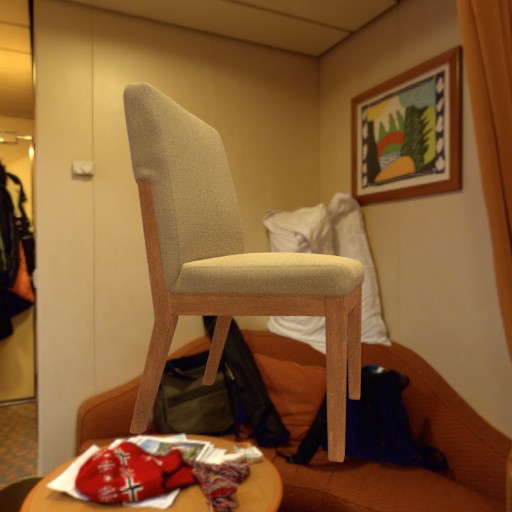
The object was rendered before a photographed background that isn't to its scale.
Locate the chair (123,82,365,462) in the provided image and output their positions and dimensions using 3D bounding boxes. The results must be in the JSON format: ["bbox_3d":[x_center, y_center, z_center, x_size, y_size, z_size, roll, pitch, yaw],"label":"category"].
[{"bbox_3d":[0.000,0.000,1.285,0.586,0.911,0.507,0,0,18],"label":"chair"}]
